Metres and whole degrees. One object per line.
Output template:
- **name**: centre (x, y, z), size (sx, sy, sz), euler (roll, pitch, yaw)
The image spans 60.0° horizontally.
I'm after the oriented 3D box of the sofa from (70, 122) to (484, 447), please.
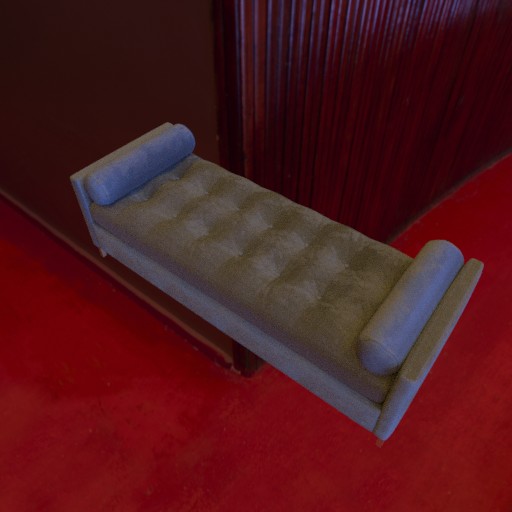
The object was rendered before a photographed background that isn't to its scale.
- **sofa**: centre (0.000, 0.000, 2.478), size (2.102, 0.705, 0.796), euler (29, 53, 25)
